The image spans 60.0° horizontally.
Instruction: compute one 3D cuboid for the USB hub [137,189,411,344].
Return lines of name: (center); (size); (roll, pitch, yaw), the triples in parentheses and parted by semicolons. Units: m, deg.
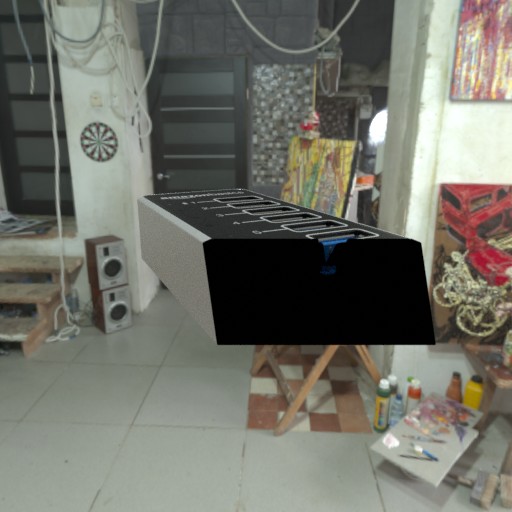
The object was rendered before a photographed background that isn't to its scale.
USB hub: (0.000, 0.000, 0.127); (0.044, 0.023, 0.110); (-8, 18, -25)
